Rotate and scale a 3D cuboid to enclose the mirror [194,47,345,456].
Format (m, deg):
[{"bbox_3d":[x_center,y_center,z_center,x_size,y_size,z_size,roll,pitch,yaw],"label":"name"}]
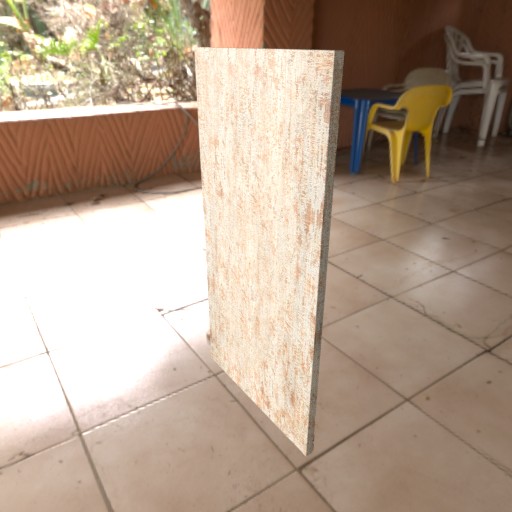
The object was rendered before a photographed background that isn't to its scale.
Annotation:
[{"bbox_3d":[0.000,0.000,1.088,0.027,0.922,0.472,-17,31,-31],"label":"mirror"}]
